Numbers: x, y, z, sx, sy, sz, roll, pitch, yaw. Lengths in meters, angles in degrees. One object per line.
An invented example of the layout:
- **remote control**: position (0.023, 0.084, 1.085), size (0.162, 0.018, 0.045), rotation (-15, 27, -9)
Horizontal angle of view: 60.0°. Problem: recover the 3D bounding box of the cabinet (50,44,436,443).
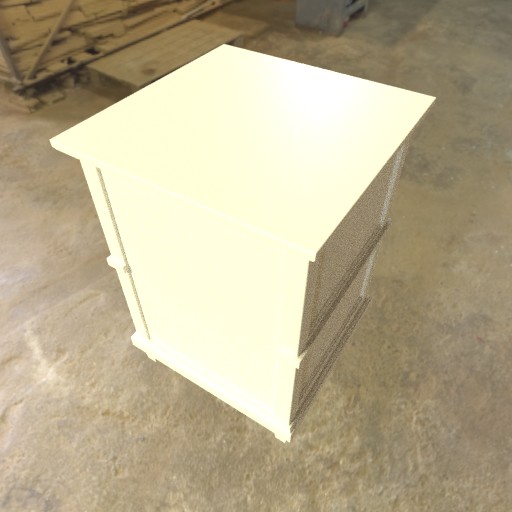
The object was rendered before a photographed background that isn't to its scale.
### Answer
- **cabinet**: position (0.000, 0.000, 1.141), size (0.544, 0.775, 0.547), rotation (25, 50, 22)
